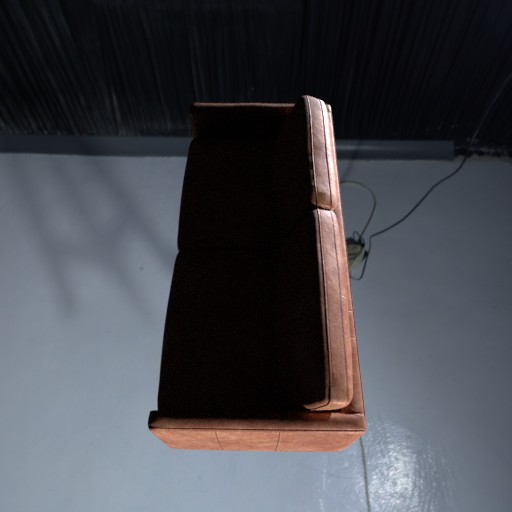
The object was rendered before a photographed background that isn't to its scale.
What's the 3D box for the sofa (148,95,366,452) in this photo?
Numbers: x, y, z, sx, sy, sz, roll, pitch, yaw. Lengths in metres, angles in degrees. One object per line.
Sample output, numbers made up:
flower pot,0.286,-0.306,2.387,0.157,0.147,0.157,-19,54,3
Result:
sofa,0.000,0.000,2.487,0.923,0.863,1.971,1,59,0
